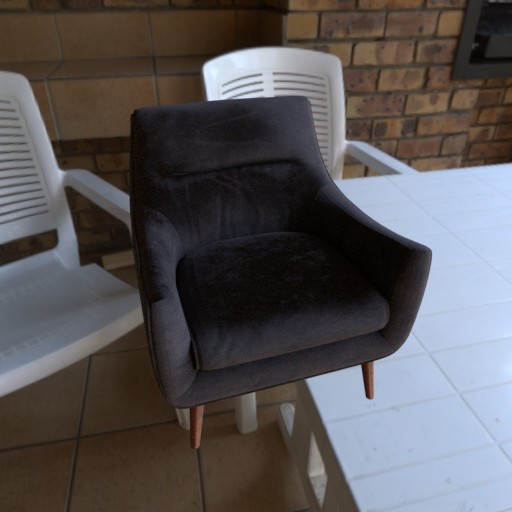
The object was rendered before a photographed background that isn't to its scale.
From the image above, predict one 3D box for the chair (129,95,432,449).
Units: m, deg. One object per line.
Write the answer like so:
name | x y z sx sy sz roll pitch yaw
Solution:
chair | 0.000 0.000 1.442 0.762 0.838 0.787 -10 34 -15
